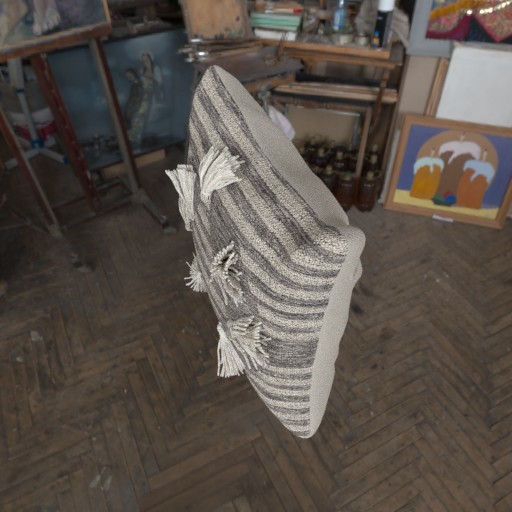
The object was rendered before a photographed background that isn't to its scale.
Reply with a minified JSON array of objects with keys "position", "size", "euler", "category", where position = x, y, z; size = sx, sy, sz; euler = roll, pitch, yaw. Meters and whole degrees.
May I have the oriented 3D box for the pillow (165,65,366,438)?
[{"position":[0.000,0.000,0.781],"size":[0.234,0.490,0.484],"euler":[-15,47,-15],"category":"pillow"}]
